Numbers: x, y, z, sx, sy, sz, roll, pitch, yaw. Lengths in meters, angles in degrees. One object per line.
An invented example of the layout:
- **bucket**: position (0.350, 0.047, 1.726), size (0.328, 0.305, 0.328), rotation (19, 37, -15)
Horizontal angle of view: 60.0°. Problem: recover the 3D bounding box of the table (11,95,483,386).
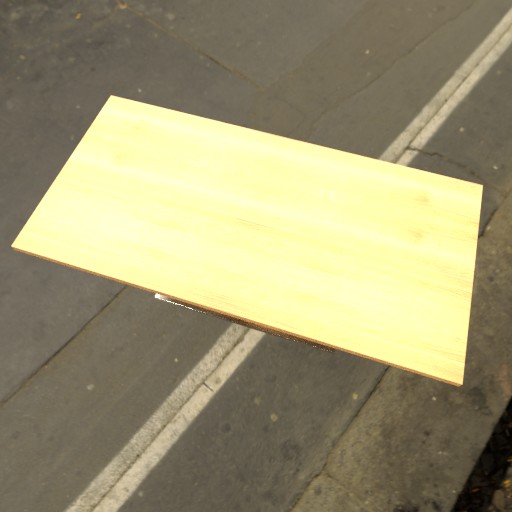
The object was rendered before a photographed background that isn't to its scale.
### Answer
- **table**: position (0.000, 0.000, 2.202), size (1.800, 0.750, 0.900), rotation (16, 63, 8)
